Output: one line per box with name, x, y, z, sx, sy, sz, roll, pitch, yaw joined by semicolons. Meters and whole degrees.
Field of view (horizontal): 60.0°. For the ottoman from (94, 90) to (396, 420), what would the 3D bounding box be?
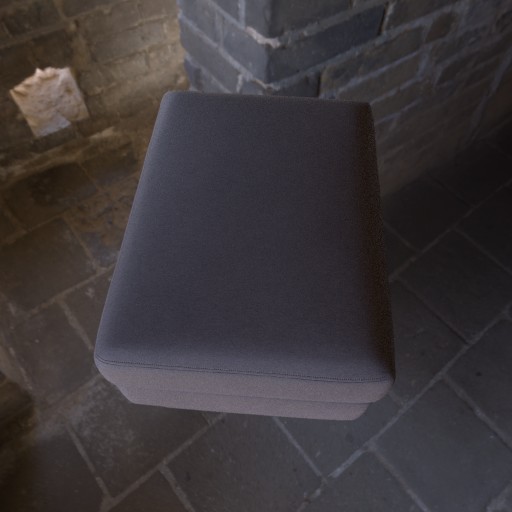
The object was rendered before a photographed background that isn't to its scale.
ottoman;0.000;0.000;1.148;0.574;0.497;0.773;4;59;2
